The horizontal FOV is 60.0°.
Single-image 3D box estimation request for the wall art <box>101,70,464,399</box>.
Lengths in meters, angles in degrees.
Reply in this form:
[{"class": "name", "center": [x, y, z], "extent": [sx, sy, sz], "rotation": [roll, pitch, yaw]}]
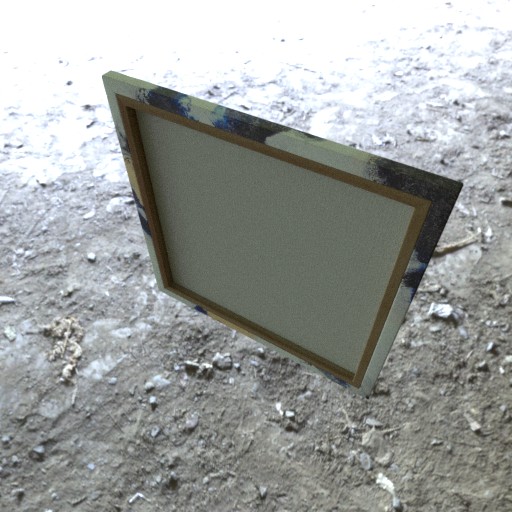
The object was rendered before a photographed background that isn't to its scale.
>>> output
[{"class": "wall art", "center": [0.000, 0.000, 1.299], "extent": [0.887, 0.885, 0.038], "rotation": [24, 52, 20]}]
